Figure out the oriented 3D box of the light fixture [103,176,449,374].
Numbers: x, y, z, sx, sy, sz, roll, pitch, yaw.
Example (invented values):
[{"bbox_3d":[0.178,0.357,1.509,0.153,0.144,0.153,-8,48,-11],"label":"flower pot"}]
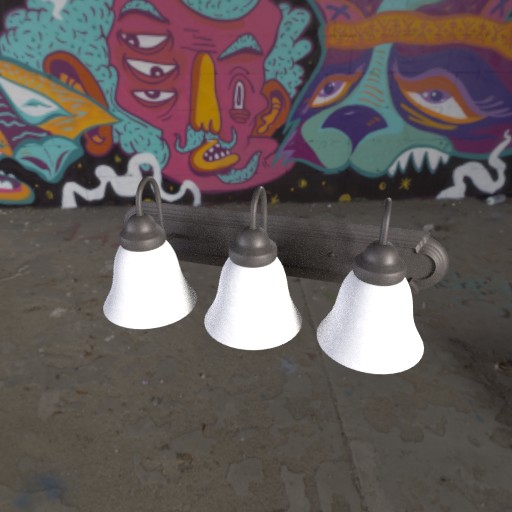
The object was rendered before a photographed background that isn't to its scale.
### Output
[{"bbox_3d":[0.000,0.000,0.716,0.610,0.222,0.199,8,28,14],"label":"light fixture"}]
